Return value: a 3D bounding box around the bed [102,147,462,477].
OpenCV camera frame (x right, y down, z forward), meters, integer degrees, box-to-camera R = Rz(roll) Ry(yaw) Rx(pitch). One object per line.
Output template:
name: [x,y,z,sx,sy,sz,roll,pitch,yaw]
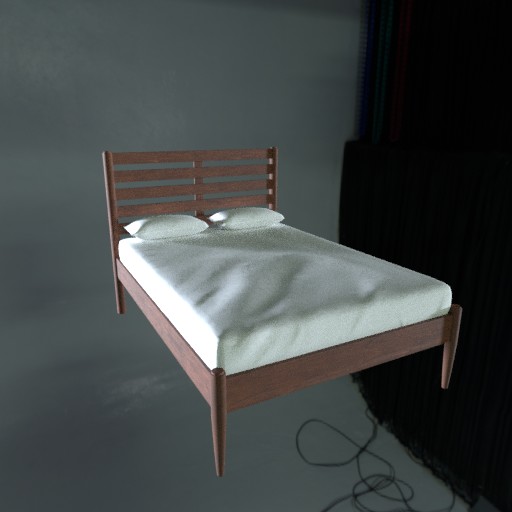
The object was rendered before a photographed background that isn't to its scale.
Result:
bed: [0.000,0.000,2.965,1.509,1.304,2.093,-9,18,-27]
